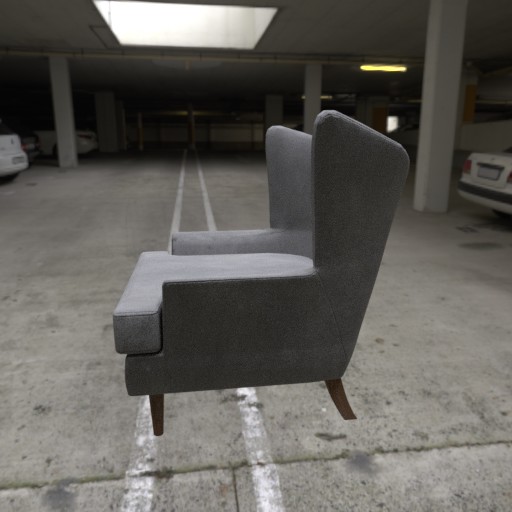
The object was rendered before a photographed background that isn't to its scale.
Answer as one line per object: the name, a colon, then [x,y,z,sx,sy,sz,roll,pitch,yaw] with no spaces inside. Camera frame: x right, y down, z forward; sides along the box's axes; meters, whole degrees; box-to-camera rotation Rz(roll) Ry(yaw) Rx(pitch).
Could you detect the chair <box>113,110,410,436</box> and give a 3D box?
chair: [0.000,0.000,1.608,0.906,0.950,0.784,-2,13,-8]
